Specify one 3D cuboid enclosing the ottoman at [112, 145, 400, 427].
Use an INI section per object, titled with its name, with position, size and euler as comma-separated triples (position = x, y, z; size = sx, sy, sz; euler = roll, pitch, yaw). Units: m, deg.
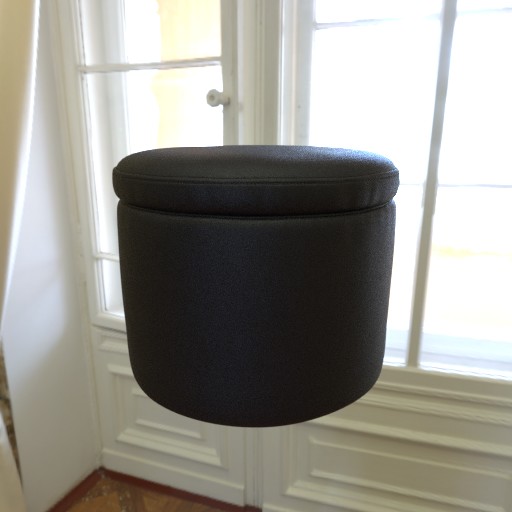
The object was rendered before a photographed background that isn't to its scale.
[ottoman]
position = 0.000, 0.000, 0.850
size = 0.501, 0.409, 0.501
euler = 0, 16, 0
